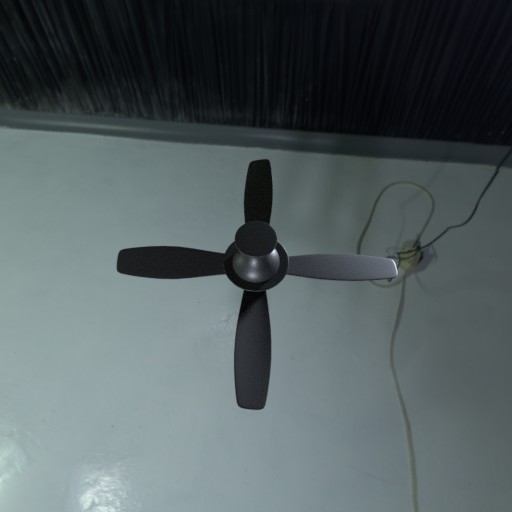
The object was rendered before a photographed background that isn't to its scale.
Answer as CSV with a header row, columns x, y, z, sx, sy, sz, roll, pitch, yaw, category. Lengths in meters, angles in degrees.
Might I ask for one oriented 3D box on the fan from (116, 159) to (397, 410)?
x,y,z,sx,sy,sz,roll,pitch,yaw,category
0.000,0.000,2.598,1.694,0.382,1.694,2,59,1,fan
